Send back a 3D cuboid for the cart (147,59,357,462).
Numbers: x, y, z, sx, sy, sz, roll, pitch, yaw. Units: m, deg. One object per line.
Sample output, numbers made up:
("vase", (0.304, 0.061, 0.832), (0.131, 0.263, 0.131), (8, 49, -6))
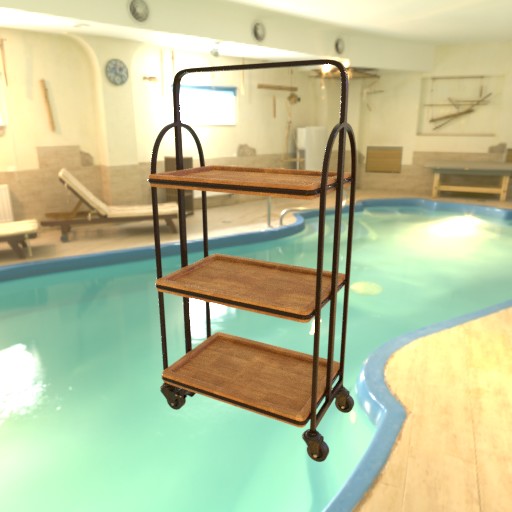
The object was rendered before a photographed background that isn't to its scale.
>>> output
("cart", (0.000, 0.000, 1.251), (0.553, 1.001, 0.327), (9, 19, 27))
